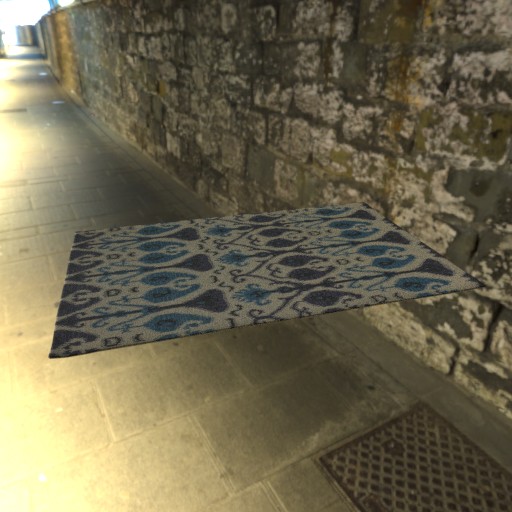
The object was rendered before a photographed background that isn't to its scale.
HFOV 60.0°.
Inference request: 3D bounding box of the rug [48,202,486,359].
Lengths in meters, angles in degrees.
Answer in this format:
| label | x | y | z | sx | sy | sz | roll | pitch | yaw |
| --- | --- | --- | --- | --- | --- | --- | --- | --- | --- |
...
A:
| label | x | y | z | sx | sy | sz | roll | pitch | yaw |
| --- | --- | --- | --- | --- | --- | --- | --- | --- | --- |
| rug | 0.000 | 0.000 | 2.094 | 1.698 | 0.013 | 1.072 | -7 | 28 | -14 |
